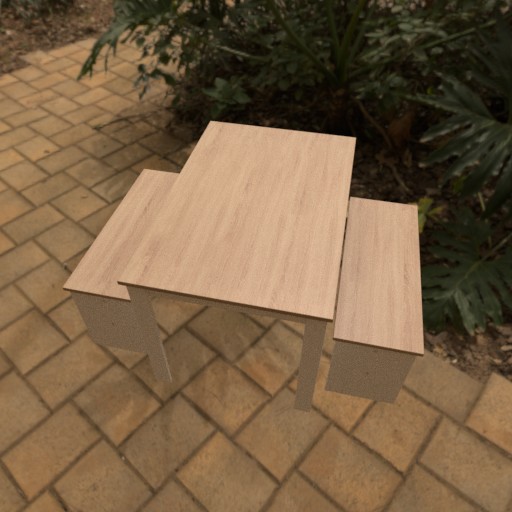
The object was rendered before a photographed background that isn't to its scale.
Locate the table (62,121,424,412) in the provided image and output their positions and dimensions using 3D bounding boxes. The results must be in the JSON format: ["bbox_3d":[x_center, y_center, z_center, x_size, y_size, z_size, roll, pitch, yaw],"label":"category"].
[{"bbox_3d":[0.000,0.000,2.069,1.443,0.700,1.100,9,47,9],"label":"table"}]
